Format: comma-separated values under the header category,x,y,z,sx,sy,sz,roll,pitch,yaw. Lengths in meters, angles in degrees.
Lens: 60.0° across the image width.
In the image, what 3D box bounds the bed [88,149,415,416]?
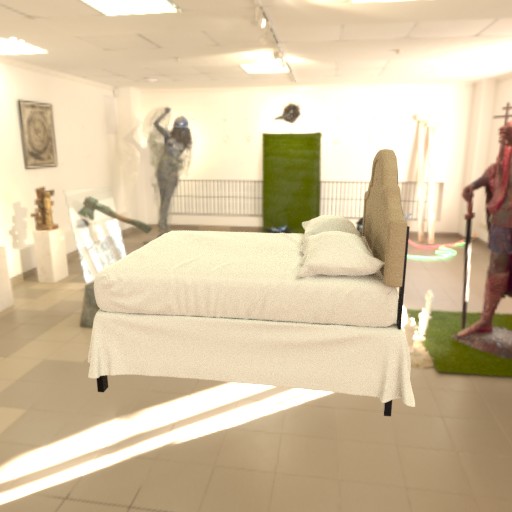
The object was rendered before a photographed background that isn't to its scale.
category,x,y,z,sx,sy,sz,roll,pitch,yaw
bed,0.000,0.000,3.479,2.222,1.634,1.780,2,14,8
